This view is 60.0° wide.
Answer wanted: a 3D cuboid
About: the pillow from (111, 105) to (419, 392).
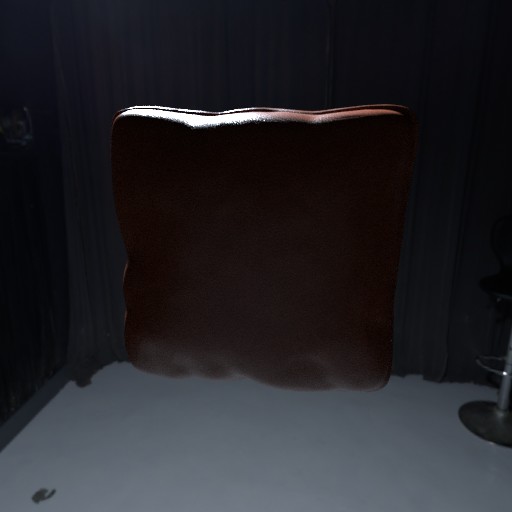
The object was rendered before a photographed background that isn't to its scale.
[{"bbox_3d":[0.000,0.000,0.815,0.532,0.523,0.236,2,16,8],"label":"pillow"}]
